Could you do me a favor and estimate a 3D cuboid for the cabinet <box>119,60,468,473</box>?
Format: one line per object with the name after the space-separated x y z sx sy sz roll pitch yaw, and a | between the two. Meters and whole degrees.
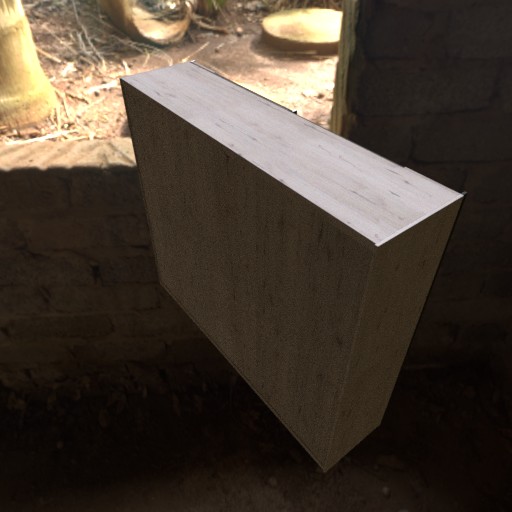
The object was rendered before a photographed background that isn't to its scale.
0.000 0.000 3.453 0.660 2.180 2.500 -27 48 -28 | cabinet
